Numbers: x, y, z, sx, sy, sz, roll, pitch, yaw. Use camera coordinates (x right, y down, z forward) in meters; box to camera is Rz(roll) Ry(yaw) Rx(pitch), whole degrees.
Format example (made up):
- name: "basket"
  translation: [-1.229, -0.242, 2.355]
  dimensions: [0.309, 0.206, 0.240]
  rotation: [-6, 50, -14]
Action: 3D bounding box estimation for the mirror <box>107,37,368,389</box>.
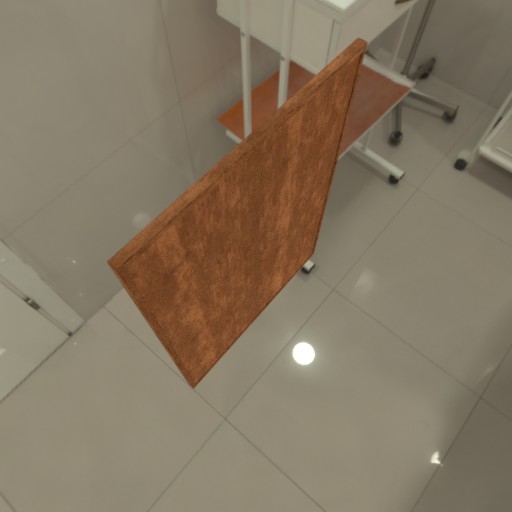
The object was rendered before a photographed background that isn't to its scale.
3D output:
- name: "mirror"
  translation: [0.000, 0.000, 1.413]
  dimensions: [0.028, 1.099, 0.796]
  rotation: [37, 69, 17]
